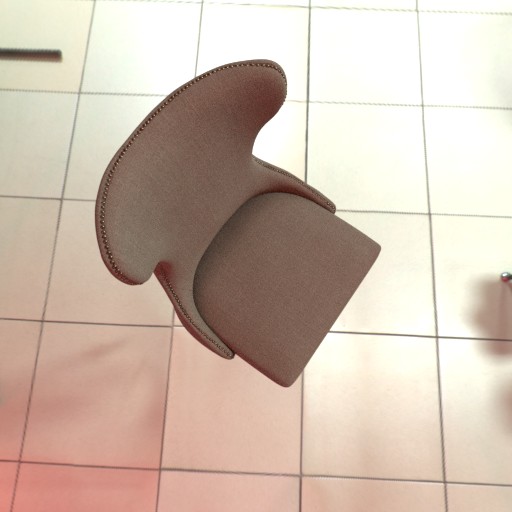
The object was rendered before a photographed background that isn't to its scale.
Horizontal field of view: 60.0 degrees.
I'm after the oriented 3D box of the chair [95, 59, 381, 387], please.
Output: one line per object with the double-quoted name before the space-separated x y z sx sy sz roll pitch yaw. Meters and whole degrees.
"chair" 0.000 0.000 1.374 0.635 0.967 0.628 35 78 8
